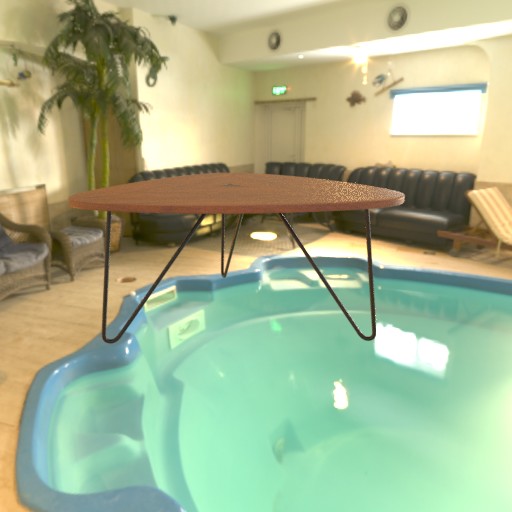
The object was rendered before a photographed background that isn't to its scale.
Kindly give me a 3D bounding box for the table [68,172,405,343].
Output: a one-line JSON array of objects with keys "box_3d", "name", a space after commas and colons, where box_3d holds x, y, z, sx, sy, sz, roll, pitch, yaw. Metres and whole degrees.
[{"box_3d": [0.000, 0.000, 1.335, 0.821, 0.413, 0.833, 7, 17, 24], "name": "table"}]
